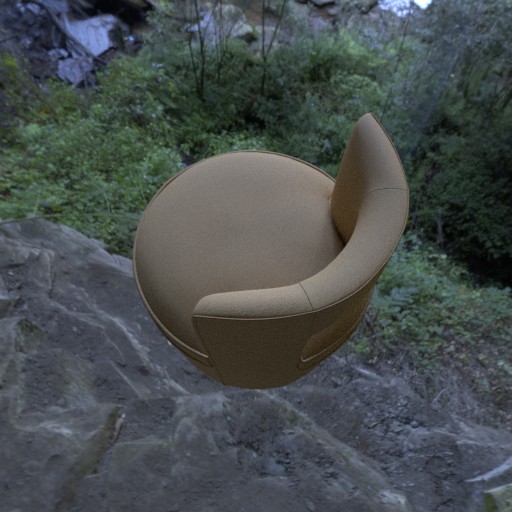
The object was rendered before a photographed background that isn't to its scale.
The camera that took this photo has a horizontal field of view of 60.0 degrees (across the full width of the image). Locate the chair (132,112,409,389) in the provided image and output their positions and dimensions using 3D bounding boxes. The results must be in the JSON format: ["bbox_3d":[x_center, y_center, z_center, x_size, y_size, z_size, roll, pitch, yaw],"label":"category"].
[{"bbox_3d":[0.000,0.000,1.231,0.665,0.723,0.650,34,68,16],"label":"chair"}]
